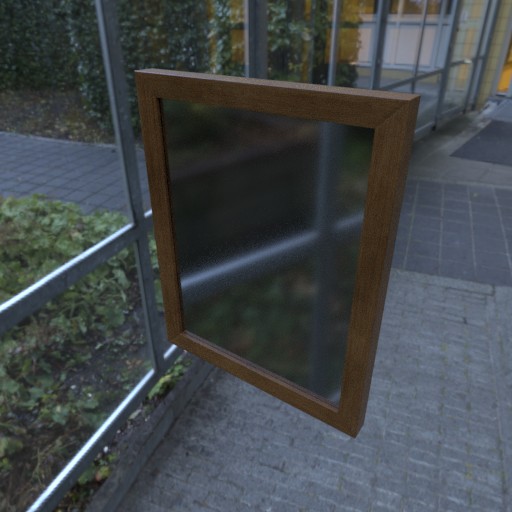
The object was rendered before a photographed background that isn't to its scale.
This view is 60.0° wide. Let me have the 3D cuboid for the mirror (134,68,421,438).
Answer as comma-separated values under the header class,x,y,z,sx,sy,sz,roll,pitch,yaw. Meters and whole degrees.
class,x,y,z,sx,sy,sz,roll,pitch,yaw
mirror,0.000,0.000,0.684,0.405,0.508,0.041,19,34,30
